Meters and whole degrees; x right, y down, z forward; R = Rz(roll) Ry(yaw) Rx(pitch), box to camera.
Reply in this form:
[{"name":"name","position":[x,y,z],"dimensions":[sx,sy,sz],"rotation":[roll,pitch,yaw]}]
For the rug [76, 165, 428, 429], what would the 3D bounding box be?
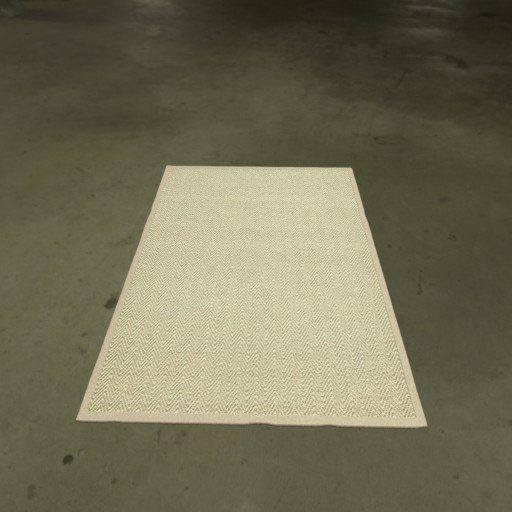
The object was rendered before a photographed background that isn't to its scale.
[{"name":"rug","position":[0.000,0.000,2.804],"dimensions":[1.540,0.021,2.290],"rotation":[1,40,1]}]
